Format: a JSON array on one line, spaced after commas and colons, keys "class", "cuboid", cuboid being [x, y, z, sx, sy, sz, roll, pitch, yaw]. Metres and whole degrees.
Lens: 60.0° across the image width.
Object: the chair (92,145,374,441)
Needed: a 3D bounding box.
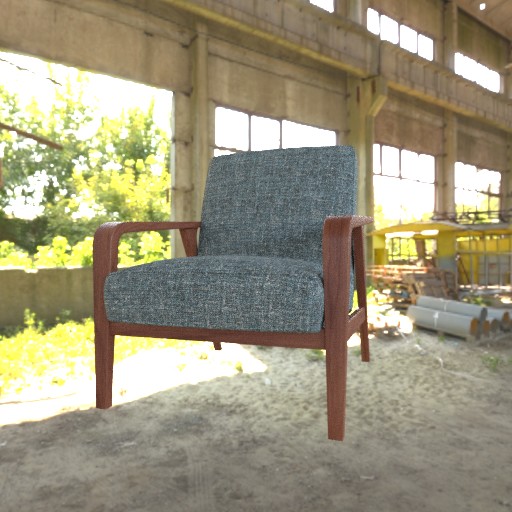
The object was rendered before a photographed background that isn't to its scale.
[{"class": "chair", "cuboid": [0.000, 0.000, 1.505, 0.719, 0.864, 0.889, 0, 0, 19]}]
